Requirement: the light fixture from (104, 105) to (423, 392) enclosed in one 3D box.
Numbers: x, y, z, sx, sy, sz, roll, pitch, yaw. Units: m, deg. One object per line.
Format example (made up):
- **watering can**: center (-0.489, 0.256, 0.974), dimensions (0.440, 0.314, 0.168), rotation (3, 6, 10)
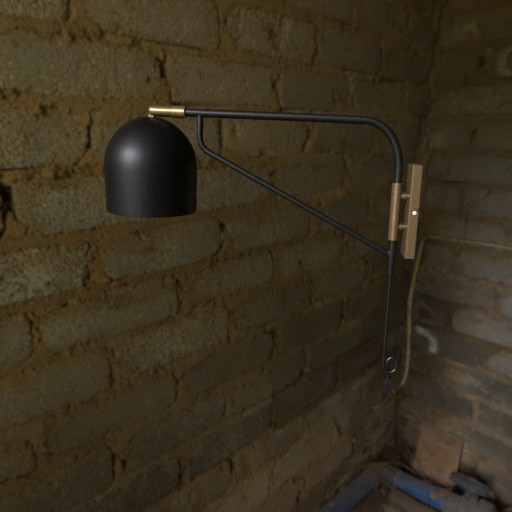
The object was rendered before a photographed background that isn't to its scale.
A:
- **light fixture**: center (0.000, 0.000, 1.071), dimensions (0.720, 0.696, 0.215), rotation (2, 15, 8)
